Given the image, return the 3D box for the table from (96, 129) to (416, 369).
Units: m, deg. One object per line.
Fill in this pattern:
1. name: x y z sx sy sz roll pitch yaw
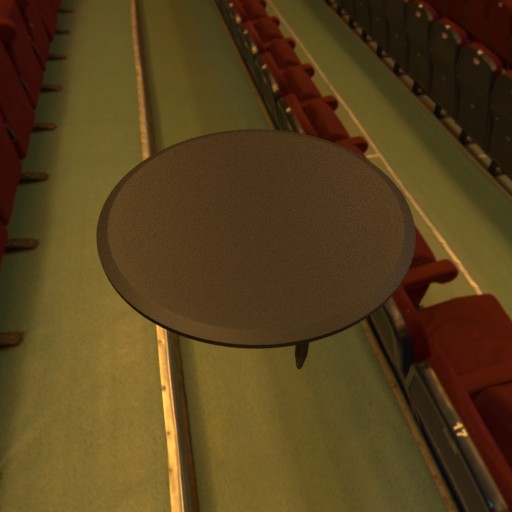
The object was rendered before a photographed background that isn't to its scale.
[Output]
1. table: 0.000 0.000 1.424 0.900 0.400 0.900 0 47 0
